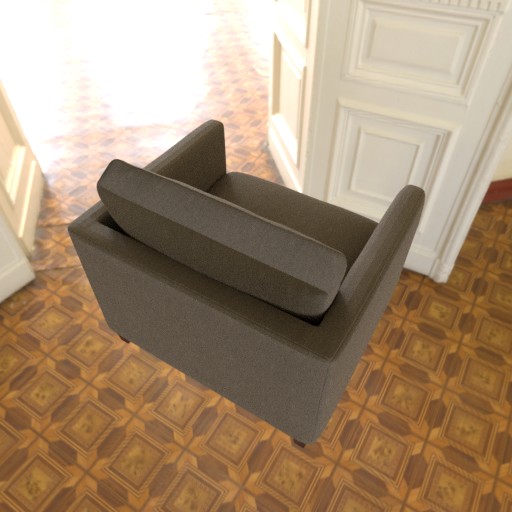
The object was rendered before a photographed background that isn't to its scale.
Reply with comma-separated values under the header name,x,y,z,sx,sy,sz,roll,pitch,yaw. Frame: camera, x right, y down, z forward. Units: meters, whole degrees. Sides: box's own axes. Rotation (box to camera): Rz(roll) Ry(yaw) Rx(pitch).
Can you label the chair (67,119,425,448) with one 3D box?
name,x,y,z,sx,sy,sz,roll,pitch,yaw
chair,0.000,0.000,1.898,1.107,0.963,0.959,24,51,21
